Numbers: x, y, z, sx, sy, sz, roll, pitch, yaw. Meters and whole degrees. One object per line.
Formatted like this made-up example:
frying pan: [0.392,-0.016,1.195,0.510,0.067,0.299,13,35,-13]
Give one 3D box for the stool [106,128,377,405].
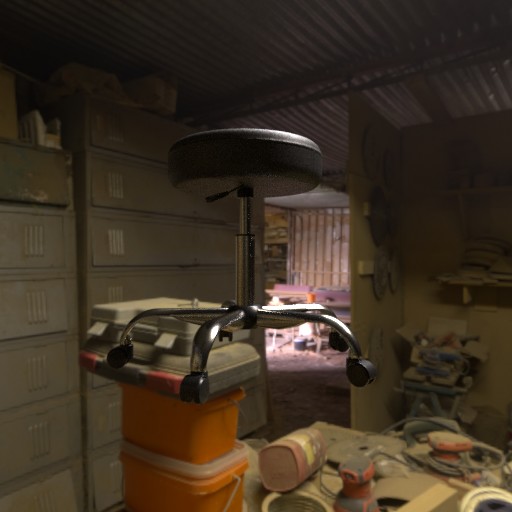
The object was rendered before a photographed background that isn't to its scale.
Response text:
stool: [0.000,0.000,1.155,0.638,0.576,0.673,0,0,36]
